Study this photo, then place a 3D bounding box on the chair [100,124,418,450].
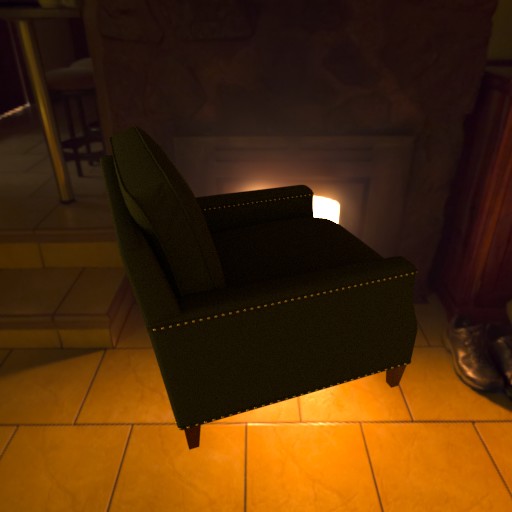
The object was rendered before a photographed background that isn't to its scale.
[{"bbox_3d":[0.000,0.000,1.726,1.014,0.943,0.853,-10,31,-18],"label":"chair"}]
